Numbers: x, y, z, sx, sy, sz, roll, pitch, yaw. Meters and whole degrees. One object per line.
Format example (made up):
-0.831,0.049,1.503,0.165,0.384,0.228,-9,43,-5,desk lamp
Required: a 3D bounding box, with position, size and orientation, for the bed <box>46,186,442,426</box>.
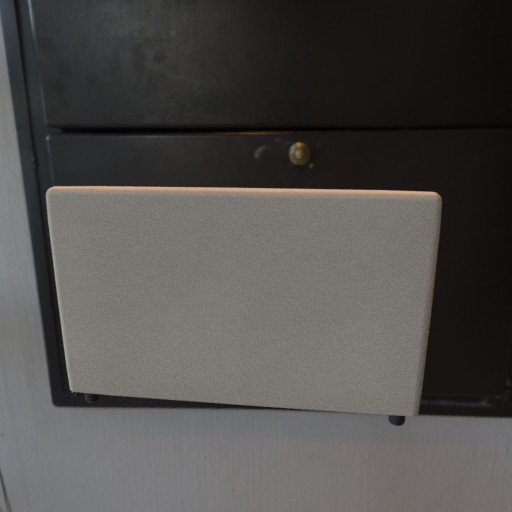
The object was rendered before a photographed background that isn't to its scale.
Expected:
0.000,0.000,3.487,2.119,1.317,2.319,2,15,7,bed
